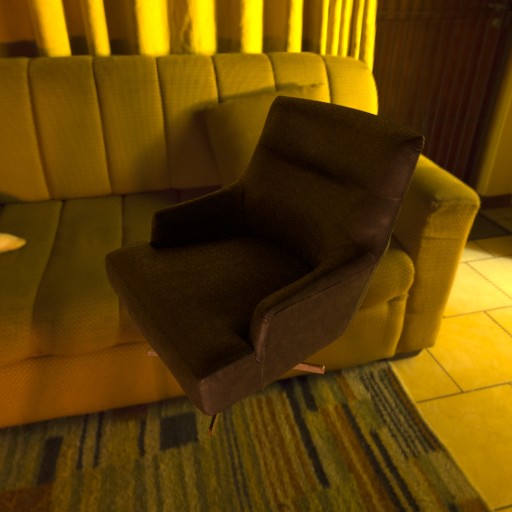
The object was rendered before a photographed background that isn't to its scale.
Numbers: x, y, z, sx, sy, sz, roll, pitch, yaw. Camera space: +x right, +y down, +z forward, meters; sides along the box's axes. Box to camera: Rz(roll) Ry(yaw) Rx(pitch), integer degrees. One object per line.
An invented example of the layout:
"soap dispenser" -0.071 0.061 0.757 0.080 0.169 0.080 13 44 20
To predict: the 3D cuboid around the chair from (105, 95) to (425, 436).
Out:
"chair" 0.000 0.000 1.508 0.874 0.870 0.738 -19 36 -29
